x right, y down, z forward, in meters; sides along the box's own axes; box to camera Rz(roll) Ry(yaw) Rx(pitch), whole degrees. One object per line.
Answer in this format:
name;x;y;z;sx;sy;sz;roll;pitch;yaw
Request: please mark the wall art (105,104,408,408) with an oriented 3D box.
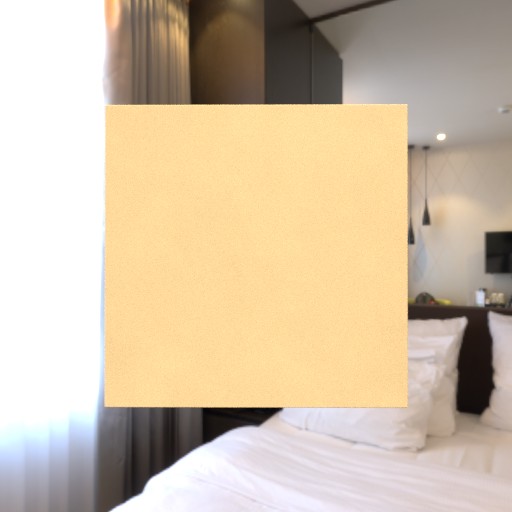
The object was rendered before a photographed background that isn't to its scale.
wall art;0.000;0.000;1.134;0.762;0.762;0.040;0;0;0
